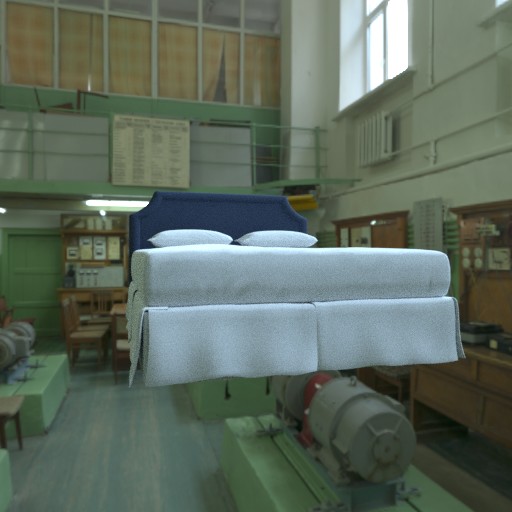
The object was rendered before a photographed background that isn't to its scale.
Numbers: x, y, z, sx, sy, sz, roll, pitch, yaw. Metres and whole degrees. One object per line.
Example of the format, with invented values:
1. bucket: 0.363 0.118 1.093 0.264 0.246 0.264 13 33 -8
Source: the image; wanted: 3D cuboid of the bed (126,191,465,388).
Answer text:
1. bed: 0.000 0.000 4.123 2.350 1.488 2.773 0 1 -17
